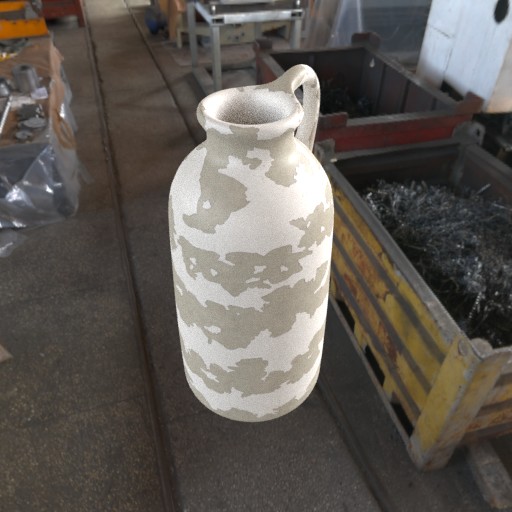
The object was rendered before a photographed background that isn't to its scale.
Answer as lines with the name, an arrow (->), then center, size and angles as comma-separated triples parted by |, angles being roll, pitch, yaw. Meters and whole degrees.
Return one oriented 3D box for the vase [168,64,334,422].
vase -> 0.000, 0.000, 0.500 | 0.186, 0.382, 0.203 | 27, 48, 28
